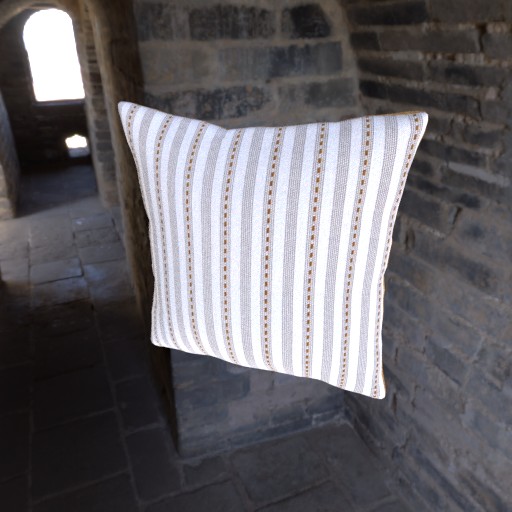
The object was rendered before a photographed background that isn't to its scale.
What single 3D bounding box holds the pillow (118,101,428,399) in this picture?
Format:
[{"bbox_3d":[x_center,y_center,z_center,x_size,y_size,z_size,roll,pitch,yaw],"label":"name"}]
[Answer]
[{"bbox_3d":[0.000,0.000,0.671,0.432,0.437,0.147,8,27,17],"label":"pillow"}]
